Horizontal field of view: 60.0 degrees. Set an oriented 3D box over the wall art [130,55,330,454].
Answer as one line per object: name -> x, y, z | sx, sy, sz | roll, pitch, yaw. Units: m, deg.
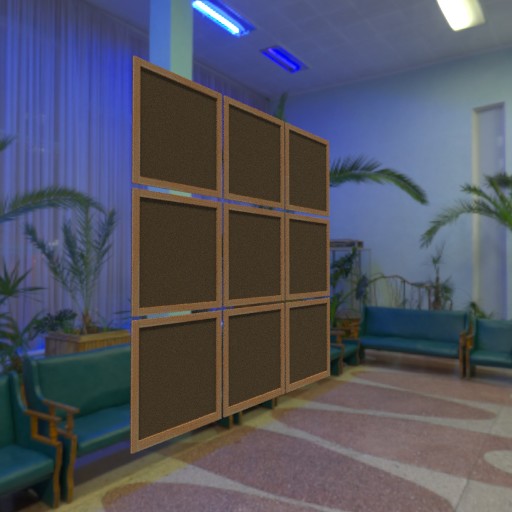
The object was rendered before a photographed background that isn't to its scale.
wall art -> 0.000, 0.000, 2.292 | 0.013, 1.525, 1.520 | -1, -2, 39
